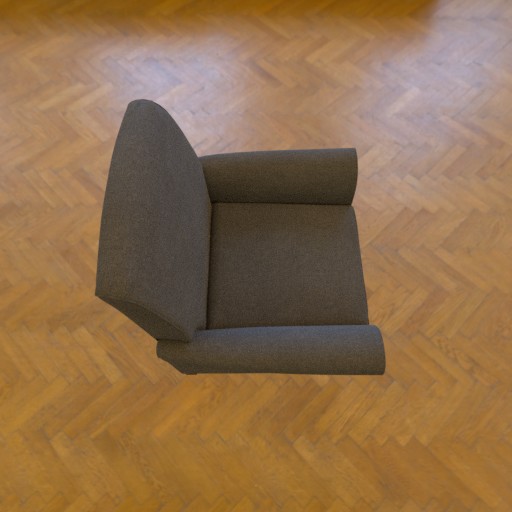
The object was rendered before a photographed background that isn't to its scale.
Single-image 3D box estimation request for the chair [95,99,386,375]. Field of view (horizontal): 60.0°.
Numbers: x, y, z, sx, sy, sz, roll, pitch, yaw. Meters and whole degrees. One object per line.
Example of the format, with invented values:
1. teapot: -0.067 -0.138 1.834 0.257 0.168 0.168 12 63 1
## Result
1. chair: 0.000 0.000 1.786 0.905 1.061 0.978 0 63 0
